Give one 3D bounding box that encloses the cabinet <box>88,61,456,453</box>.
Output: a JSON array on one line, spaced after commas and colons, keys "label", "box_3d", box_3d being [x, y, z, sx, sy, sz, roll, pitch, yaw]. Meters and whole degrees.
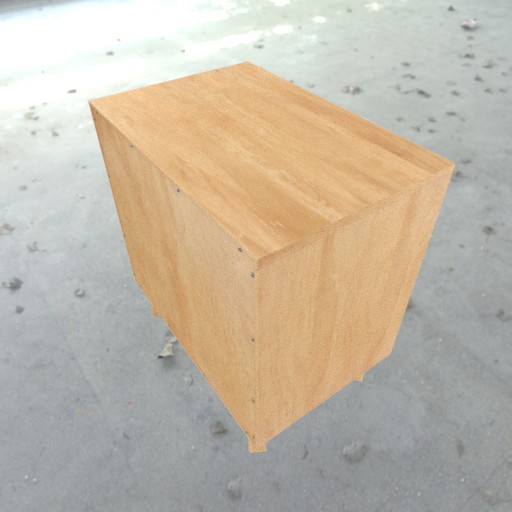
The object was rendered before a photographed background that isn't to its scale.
[{"label": "cabinet", "box_3d": [0.000, 0.000, 0.963, 0.394, 0.599, 0.551, -26, 48, -26]}]
